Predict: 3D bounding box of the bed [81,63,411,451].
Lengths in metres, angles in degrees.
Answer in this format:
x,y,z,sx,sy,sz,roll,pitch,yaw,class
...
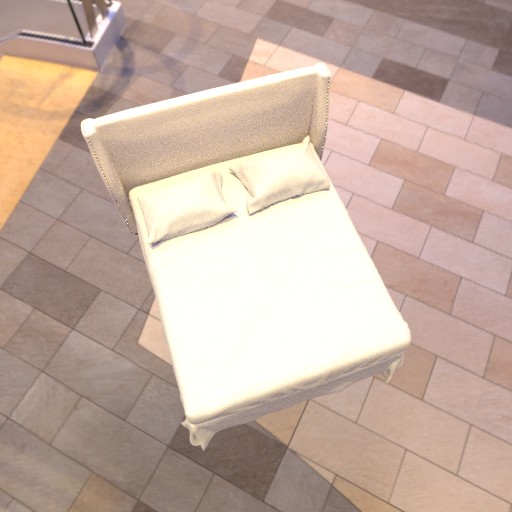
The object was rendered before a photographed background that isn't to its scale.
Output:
x,y,z,sx,sy,sz,roll,pitch,yaw,class
0.000,0.000,3.409,1.925,1.332,2.276,-17,64,-8,bed
